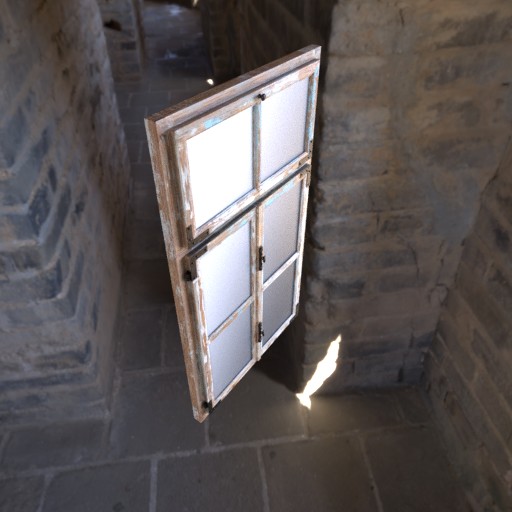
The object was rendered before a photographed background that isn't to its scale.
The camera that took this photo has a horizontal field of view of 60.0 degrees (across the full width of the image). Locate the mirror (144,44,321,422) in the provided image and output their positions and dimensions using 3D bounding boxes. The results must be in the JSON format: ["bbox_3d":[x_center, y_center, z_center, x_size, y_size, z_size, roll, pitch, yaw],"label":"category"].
[{"bbox_3d":[0.000,0.000,1.543,0.083,1.213,0.707,25,46,27],"label":"mirror"}]
